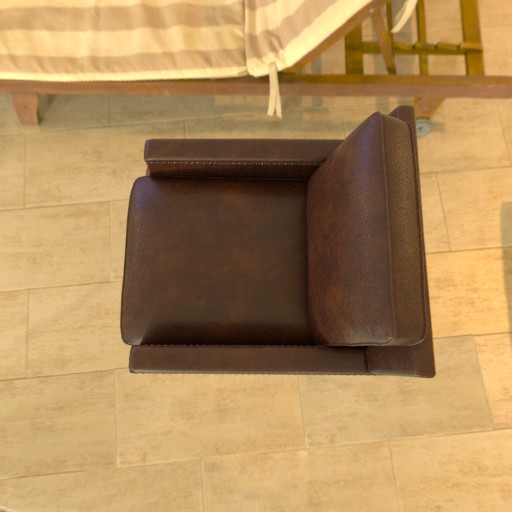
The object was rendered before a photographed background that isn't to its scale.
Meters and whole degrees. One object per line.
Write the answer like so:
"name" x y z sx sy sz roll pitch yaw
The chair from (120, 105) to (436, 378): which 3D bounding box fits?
"chair" 0.000 0.000 1.650 1.014 0.929 0.853 0 77 0
